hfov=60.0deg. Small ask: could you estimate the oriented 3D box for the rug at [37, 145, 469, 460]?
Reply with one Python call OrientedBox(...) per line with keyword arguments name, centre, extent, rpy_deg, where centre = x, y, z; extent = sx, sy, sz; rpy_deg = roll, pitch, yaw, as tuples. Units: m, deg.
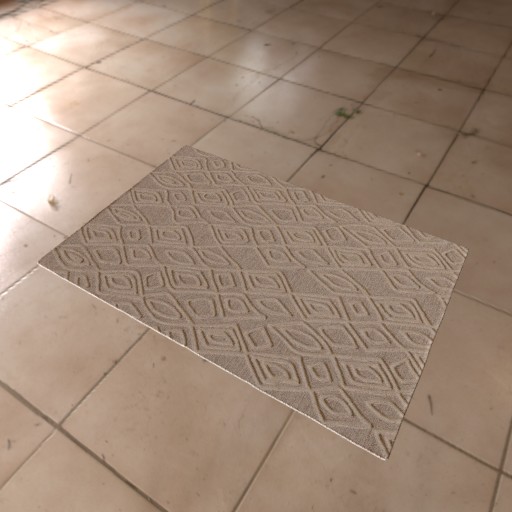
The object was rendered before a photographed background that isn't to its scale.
OrientedBox(name="rug", centre=(0.000, 0.000, 2.246), extent=(1.832, 0.016, 1.224), rpy_deg=(24, 52, 21))
